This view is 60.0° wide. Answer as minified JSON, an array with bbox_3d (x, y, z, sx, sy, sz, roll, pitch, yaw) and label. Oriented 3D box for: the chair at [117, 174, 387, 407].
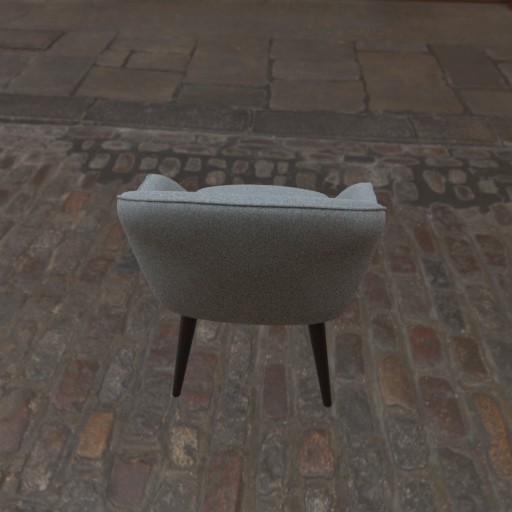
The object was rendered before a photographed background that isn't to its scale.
[{"bbox_3d":[0.000,0.000,1.218,0.589,0.810,0.611,3,44,3],"label":"chair"}]
